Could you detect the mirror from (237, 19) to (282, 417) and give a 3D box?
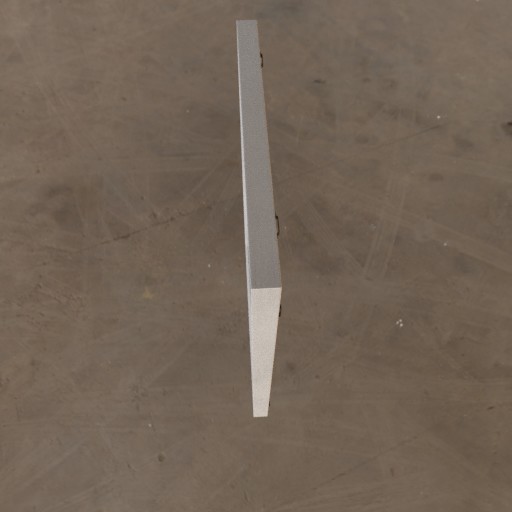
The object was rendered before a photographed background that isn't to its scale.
[{"bbox_3d":[0.000,0.000,0.925,0.039,0.710,0.507,-3,59,-2],"label":"mirror"}]
